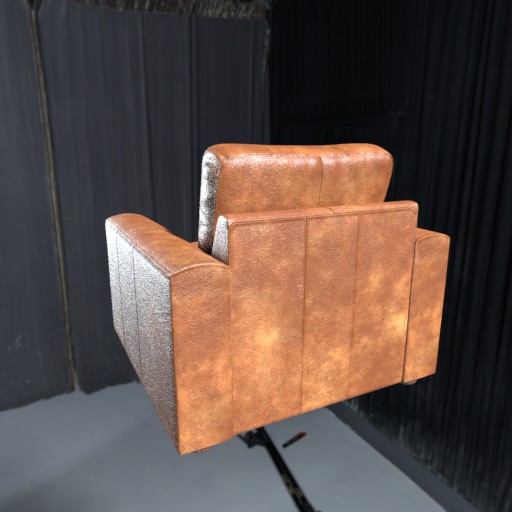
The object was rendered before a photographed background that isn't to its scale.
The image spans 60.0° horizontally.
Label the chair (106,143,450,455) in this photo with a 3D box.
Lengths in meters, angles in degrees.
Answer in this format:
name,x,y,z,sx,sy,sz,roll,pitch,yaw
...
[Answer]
name,x,y,z,sx,sy,sz,roll,pitch,yaw
chair,0.000,0.000,1.774,1.005,0.873,1.016,-7,16,-26
